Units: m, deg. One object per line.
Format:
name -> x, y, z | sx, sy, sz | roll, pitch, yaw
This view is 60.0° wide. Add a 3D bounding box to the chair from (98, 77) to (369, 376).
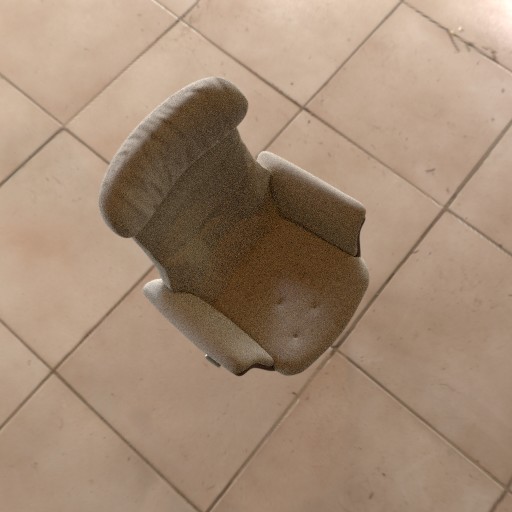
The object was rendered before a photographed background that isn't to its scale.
chair -> 0.000, 0.000, 1.613 | 0.837, 0.995, 0.785 | 38, 78, 10
